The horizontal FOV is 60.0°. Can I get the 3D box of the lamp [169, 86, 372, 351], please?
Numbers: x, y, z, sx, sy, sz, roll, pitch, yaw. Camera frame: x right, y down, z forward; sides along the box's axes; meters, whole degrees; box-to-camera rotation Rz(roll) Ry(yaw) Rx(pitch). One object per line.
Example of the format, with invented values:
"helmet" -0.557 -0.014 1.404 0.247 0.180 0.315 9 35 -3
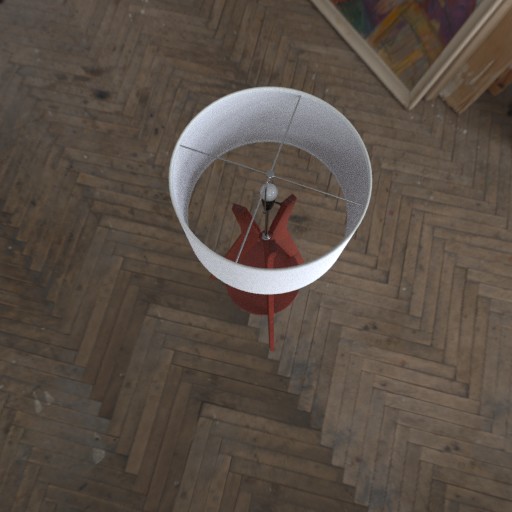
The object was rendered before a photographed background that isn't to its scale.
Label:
"lamp" 0.000 0.000 1.739 0.542 1.472 0.539 19 75 5
